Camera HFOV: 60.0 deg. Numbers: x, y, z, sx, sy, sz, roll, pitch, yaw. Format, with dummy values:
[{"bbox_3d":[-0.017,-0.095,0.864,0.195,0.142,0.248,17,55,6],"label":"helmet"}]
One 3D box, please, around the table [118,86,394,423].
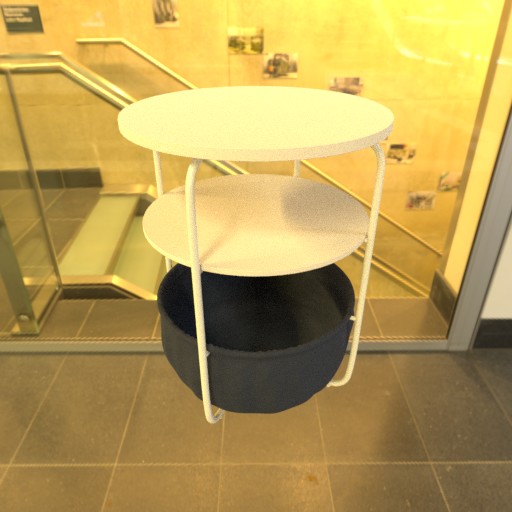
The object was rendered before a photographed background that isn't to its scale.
[{"bbox_3d":[0.000,0.000,0.828,0.418,0.532,0.418,-10,32,-17],"label":"table"}]
